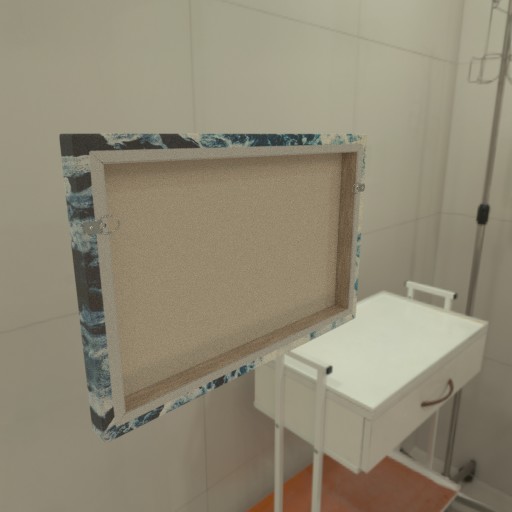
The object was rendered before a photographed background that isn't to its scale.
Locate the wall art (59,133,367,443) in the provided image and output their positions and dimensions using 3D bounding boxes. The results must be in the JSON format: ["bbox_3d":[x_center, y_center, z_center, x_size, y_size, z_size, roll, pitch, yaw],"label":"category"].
[{"bbox_3d":[0.000,0.000,0.765,0.609,0.407,0.043,-15,21,-43],"label":"wall art"}]
